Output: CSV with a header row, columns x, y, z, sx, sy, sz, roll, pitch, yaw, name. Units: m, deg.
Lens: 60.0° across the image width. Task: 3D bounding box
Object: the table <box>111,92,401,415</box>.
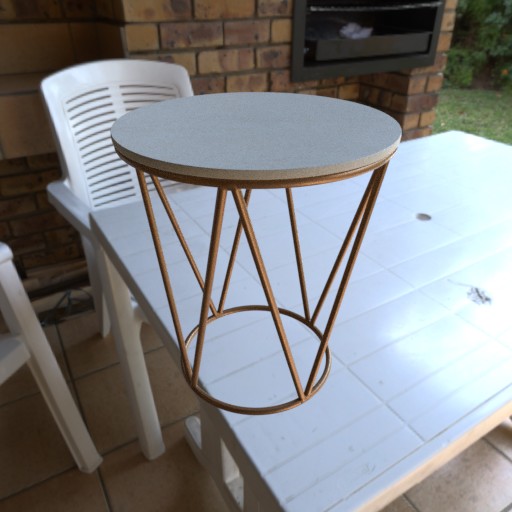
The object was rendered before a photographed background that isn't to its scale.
x,y,z,sx,sy,sz,roll,pitch,yaw,name
0.000,0.000,0.935,0.500,0.564,0.500,0,31,0,table
